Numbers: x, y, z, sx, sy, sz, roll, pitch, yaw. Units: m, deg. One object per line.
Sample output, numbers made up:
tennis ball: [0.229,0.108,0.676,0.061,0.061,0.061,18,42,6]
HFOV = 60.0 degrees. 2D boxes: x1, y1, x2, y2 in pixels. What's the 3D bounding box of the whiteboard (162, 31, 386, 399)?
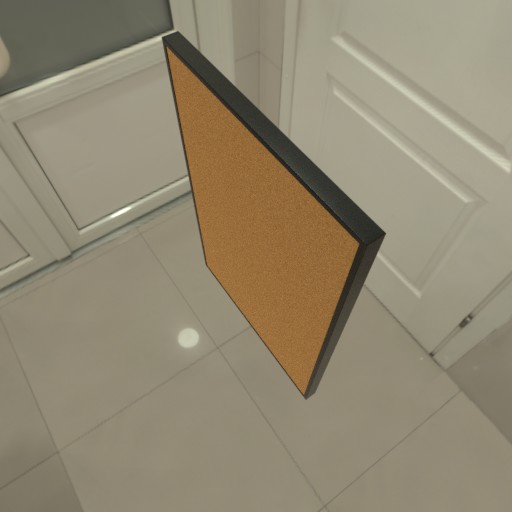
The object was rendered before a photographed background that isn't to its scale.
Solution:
whiteboard: [0.000,0.000,0.773,0.026,0.611,0.406,-31,64,-17]
